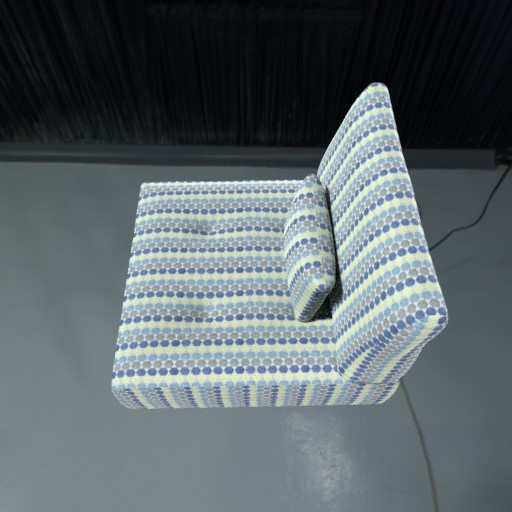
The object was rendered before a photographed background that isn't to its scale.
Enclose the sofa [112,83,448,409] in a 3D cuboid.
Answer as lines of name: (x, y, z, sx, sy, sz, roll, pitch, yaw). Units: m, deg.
sofa: (0.000, 0.000, 1.643, 1.000, 0.830, 0.930, -1, 58, -1)
